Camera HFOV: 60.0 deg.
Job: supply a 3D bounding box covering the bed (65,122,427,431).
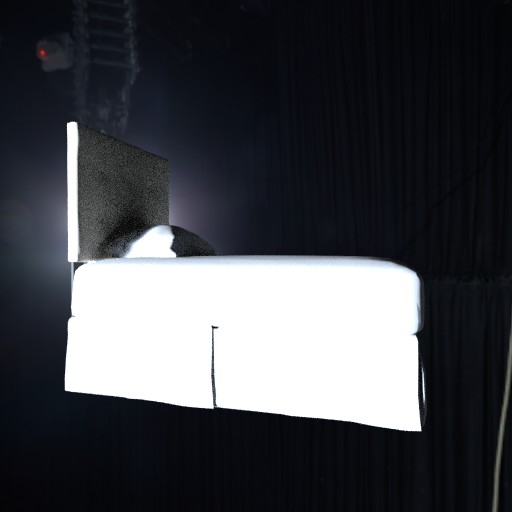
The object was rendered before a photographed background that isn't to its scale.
[{"bbox_3d":[0.000,0.000,2.849,1.997,1.571,1.261,0,1,16],"label":"bed"}]
